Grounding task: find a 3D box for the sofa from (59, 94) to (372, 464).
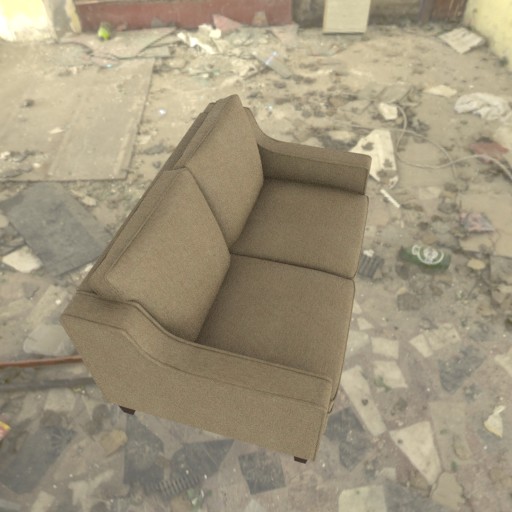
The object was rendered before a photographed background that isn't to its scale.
[{"bbox_3d":[0.000,0.000,2.143,0.985,0.981,1.503,12,49,11],"label":"sofa"}]
